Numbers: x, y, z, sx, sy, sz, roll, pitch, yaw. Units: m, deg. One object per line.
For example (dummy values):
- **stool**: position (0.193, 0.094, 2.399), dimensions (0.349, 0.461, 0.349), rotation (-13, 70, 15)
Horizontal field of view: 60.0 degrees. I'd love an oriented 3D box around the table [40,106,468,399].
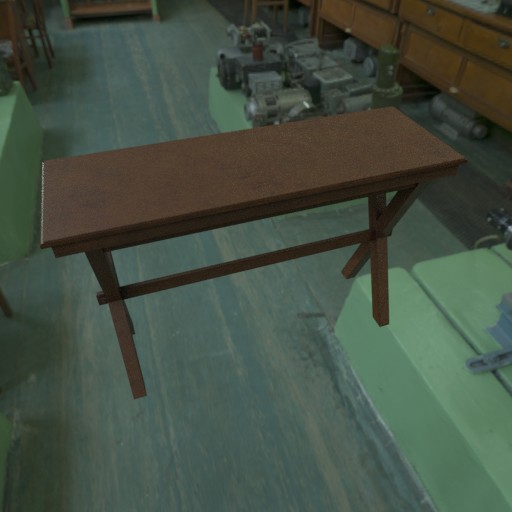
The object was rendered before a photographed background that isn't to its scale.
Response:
- **table**: position (0.000, 0.000, 1.560), dimensions (1.197, 0.763, 0.399), rotation (-13, 43, -14)
